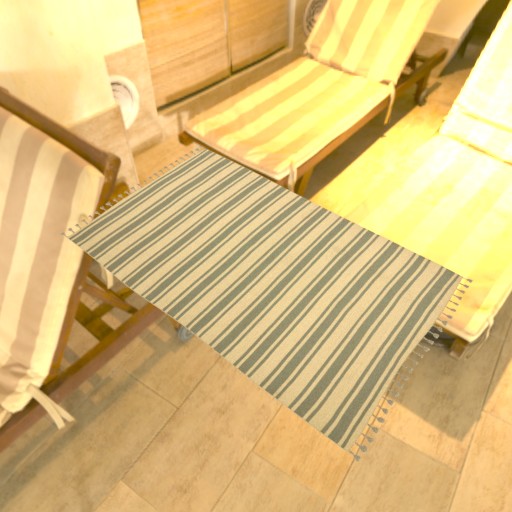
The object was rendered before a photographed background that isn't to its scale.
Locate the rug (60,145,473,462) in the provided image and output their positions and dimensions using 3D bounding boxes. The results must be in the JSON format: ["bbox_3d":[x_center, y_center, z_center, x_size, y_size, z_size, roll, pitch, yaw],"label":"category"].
[{"bbox_3d":[0.000,0.000,2.537,2.084,0.009,1.222,31,54,26],"label":"rug"}]
